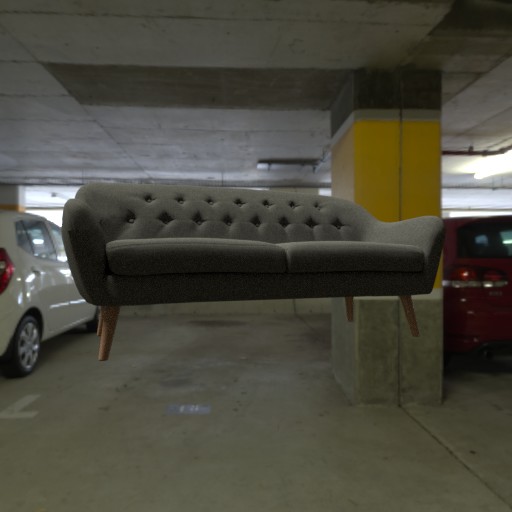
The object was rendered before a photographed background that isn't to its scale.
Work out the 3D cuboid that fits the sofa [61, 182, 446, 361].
[{"bbox_3d":[0.000,0.000,2.302,1.840,0.820,0.820,0,-1,-21],"label":"sofa"}]
